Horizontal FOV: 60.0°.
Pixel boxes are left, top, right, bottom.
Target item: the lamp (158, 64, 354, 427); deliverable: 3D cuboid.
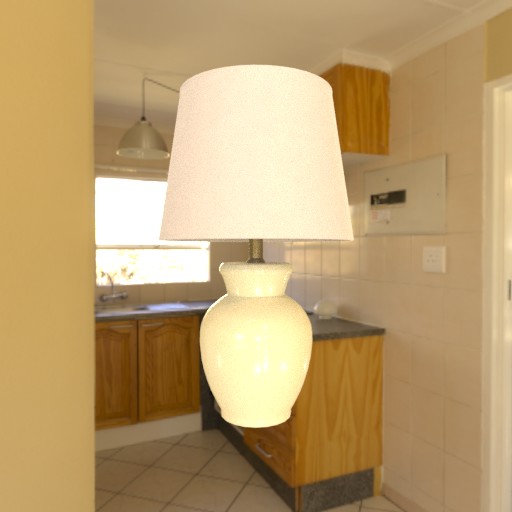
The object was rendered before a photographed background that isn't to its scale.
[{"bbox_3d":[0.000,0.000,0.556,0.239,0.399,0.239,0,1,0],"label":"lamp"}]
